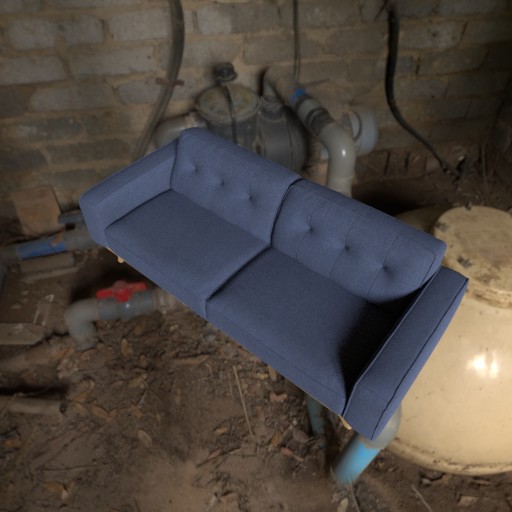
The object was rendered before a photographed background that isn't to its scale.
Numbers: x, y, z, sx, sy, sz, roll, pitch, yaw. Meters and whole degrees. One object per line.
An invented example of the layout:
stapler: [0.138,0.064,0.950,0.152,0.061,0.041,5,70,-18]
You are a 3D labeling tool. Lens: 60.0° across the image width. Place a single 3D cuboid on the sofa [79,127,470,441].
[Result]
sofa: [0.000,0.000,2.756,2.270,0.782,0.953,31,54,26]
